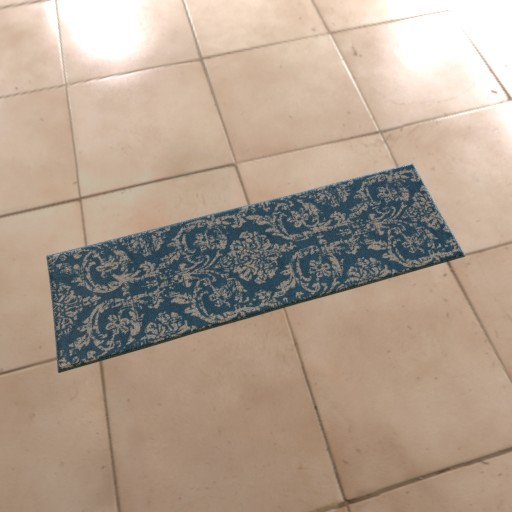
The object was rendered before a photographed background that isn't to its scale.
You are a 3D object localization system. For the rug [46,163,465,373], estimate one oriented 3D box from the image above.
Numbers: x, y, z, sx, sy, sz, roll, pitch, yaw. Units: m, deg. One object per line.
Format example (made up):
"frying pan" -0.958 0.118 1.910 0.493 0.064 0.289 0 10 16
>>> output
"rug" 0.000 0.000 2.422 2.196 0.011 0.662 -15 65 -7
